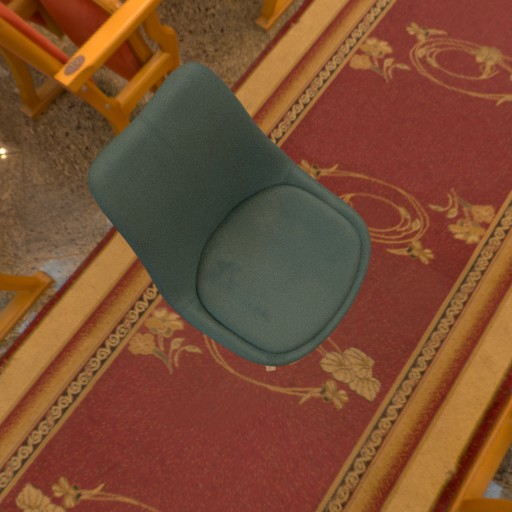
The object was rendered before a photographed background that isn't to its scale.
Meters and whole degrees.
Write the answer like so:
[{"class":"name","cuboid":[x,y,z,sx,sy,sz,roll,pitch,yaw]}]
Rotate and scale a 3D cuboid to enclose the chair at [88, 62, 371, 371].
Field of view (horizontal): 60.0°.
[{"class":"chair","cuboid":[0.000,0.000,1.169,0.547,0.865,0.483,36,79,8]}]
